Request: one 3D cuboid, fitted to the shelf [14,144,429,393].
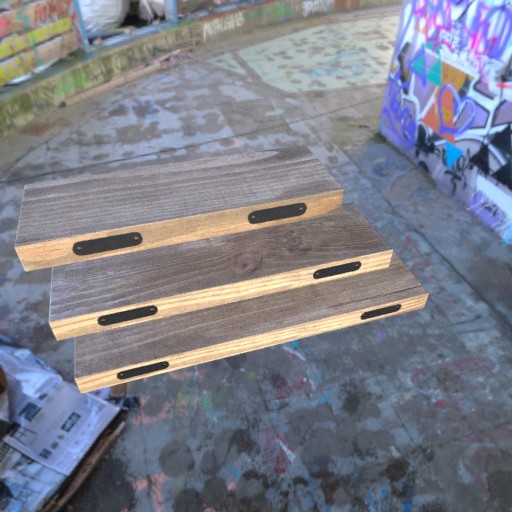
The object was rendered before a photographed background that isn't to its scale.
[{"bbox_3d":[0.000,0.000,0.710,0.610,0.293,0.140,-11,42,-13],"label":"shelf"}]
